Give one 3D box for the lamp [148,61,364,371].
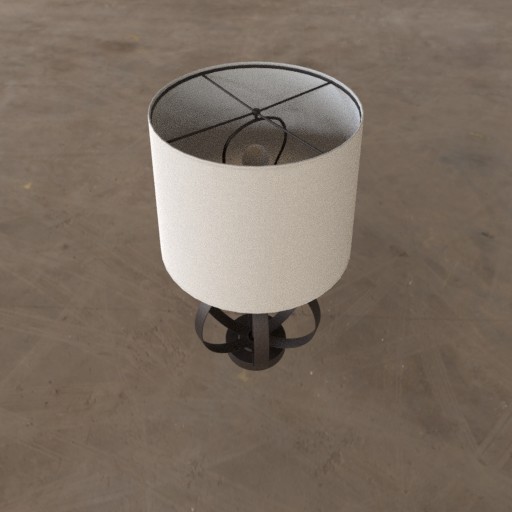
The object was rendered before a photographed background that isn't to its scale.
[{"bbox_3d":[0.000,0.000,0.706,0.286,0.510,0.286,0,46,0],"label":"lamp"}]
